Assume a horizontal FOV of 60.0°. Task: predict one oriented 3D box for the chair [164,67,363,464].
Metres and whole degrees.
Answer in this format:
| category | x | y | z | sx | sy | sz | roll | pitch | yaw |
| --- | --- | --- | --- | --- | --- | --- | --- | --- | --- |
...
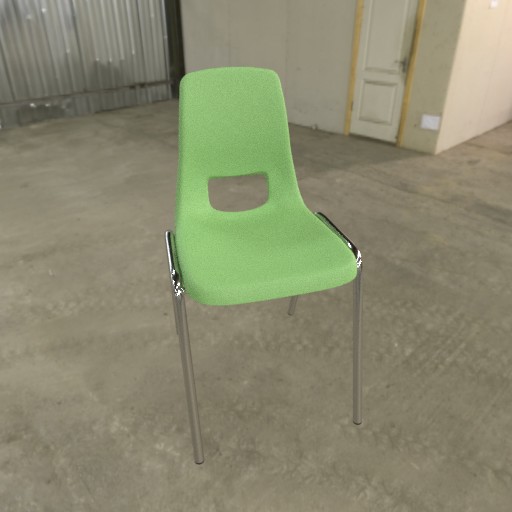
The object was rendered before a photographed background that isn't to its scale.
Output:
| category | x | y | z | sx | sy | sz | roll | pitch | yaw |
| --- | --- | --- | --- | --- | --- | --- | --- | --- | --- |
| chair | 0.000 | 0.000 | 0.958 | 0.381 | 0.704 | 0.436 | -8 | 32 | -13 |
